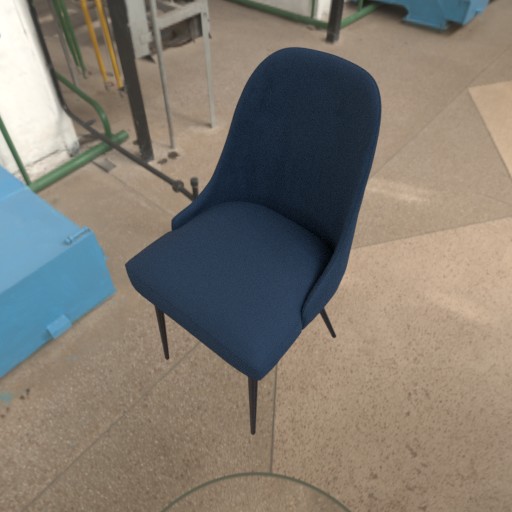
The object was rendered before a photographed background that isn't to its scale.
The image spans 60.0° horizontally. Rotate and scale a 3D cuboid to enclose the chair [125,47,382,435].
[{"bbox_3d":[0.000,0.000,1.201,0.478,0.896,0.559,33,56,26],"label":"chair"}]
